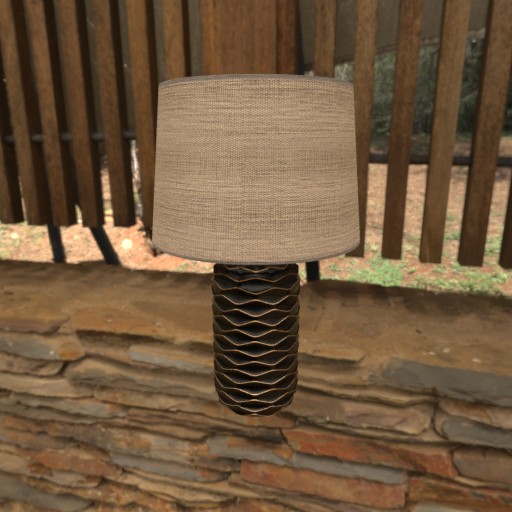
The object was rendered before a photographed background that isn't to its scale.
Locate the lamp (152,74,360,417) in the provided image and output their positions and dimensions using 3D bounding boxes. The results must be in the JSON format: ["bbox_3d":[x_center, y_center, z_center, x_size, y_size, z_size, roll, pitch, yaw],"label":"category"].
[{"bbox_3d":[0.000,0.000,0.831,0.376,0.594,0.376,0,15,0],"label":"lamp"}]
